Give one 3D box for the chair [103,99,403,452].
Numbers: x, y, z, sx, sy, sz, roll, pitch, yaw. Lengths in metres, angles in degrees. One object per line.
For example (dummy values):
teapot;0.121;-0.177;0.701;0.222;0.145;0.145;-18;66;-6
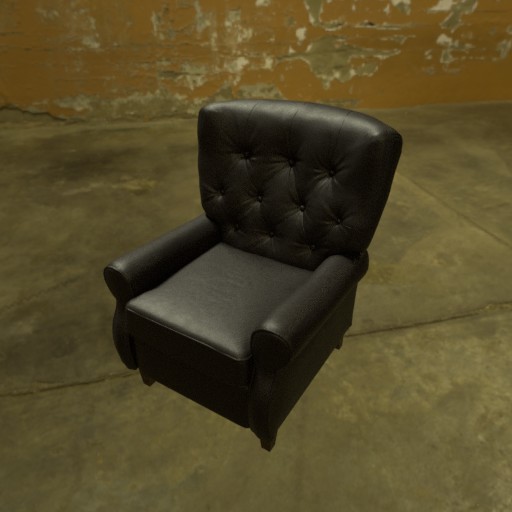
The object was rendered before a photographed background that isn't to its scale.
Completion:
chair;0.000;0.000;1.928;0.948;1.158;1.058;17;34;27
